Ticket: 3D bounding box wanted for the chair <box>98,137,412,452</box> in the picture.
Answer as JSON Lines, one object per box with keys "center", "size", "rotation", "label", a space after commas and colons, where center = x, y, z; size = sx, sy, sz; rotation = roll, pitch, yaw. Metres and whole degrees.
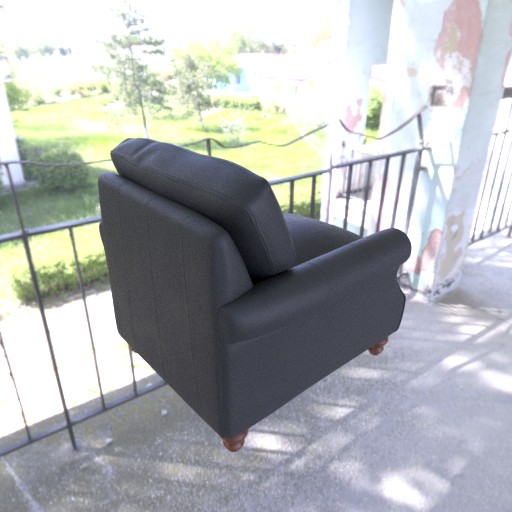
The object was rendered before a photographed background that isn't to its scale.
{"center": [0.000, 0.000, 1.808], "size": [1.027, 0.960, 1.015], "rotation": [-18, 31, -32], "label": "chair"}
